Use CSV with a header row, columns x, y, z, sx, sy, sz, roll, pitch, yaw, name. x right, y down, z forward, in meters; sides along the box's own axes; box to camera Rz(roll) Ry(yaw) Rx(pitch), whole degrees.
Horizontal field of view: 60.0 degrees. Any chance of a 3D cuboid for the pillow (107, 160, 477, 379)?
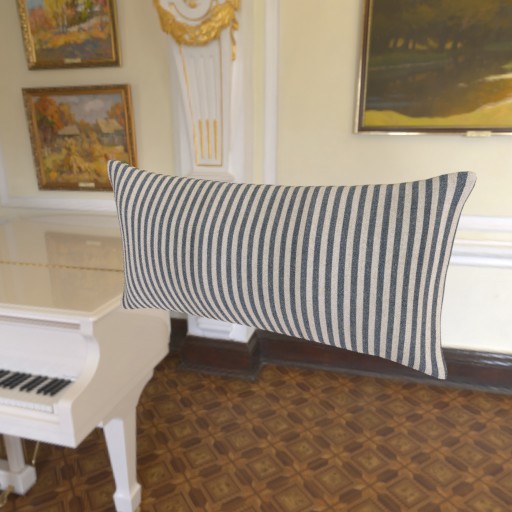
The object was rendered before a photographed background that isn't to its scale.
x,y,z,sx,sy,sz,roll,pitch,yaw,name
0.000,0.000,0.725,0.617,0.295,0.151,8,17,26,pillow
